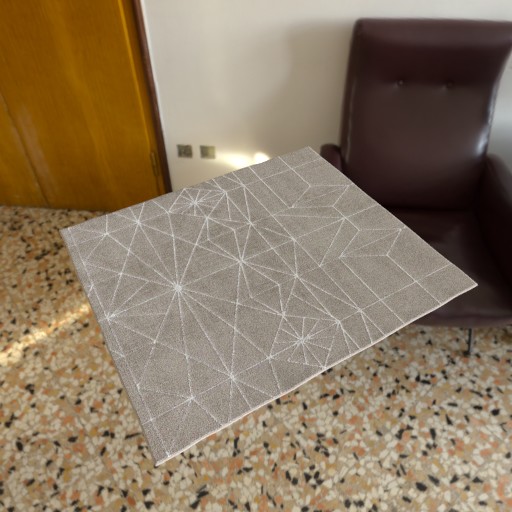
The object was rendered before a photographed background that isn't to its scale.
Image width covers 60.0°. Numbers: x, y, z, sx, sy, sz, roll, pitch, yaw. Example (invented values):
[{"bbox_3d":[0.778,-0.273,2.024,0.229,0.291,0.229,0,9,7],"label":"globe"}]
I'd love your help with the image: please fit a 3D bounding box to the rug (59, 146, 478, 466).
[{"bbox_3d":[0.000,0.000,0.876,0.639,0.006,0.548,-23,50,-21],"label":"rug"}]
